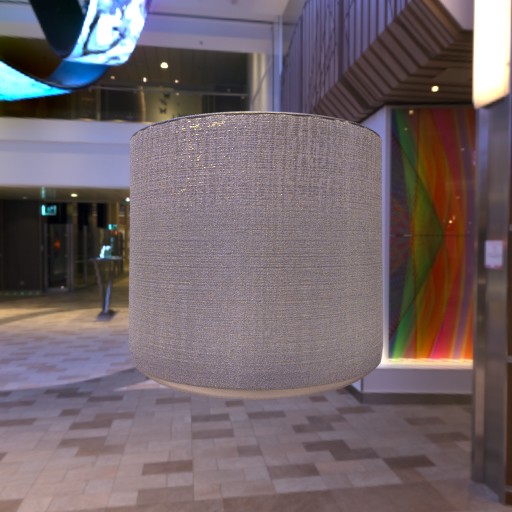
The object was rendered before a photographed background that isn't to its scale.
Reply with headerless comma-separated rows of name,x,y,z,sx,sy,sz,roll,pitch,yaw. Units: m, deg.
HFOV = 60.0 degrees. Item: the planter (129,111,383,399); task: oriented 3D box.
planter,0.000,0.000,0.226,0.125,0.112,0.125,0,1,0
